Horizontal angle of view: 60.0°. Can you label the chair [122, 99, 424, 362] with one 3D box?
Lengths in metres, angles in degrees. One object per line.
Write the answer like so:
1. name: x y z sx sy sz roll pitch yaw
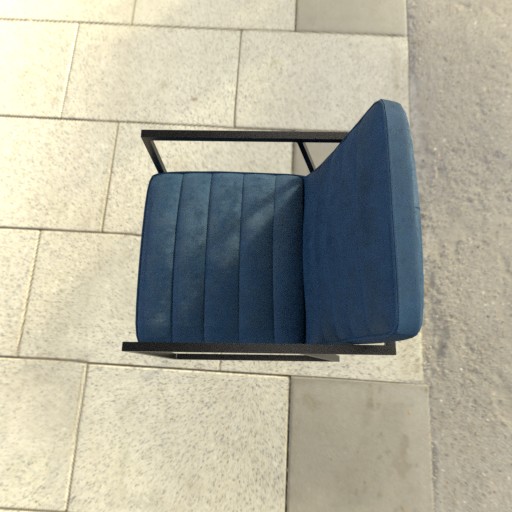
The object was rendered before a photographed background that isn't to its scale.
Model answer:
1. chair: 0.000 0.000 1.286 0.677 0.833 0.571 1 75 0
